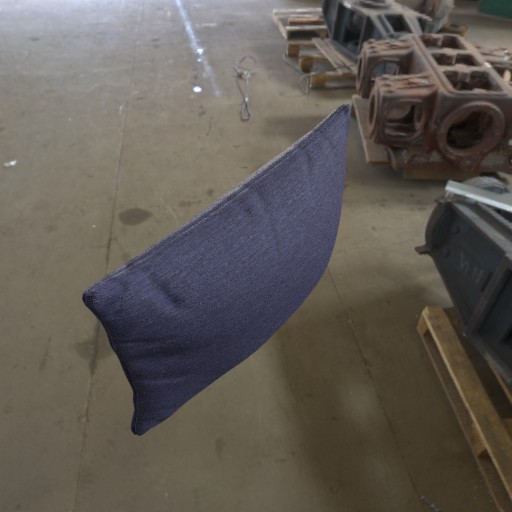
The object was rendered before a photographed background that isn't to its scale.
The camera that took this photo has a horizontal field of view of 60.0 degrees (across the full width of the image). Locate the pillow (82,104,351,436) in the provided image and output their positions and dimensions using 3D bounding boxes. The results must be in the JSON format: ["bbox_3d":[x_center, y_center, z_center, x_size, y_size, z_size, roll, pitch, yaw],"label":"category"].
[{"bbox_3d":[0.000,0.000,0.787,0.210,0.338,0.633,26,49,26],"label":"pillow"}]
